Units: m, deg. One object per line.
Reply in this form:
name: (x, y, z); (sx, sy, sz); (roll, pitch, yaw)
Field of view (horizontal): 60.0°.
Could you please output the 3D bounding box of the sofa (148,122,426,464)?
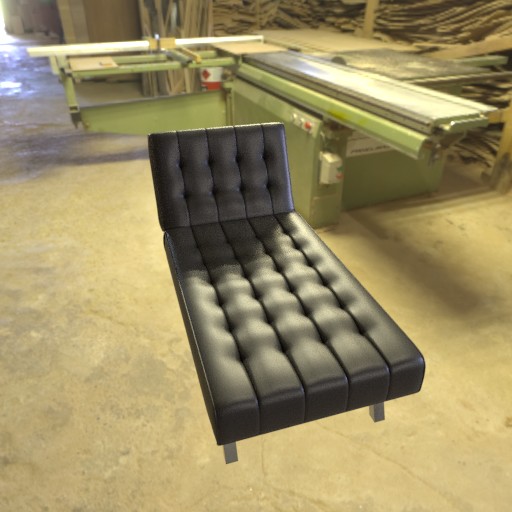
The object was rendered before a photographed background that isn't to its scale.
sofa: (0.000, 0.000, 2.013); (0.760, 0.820, 1.560); (-9, 33, -15)
